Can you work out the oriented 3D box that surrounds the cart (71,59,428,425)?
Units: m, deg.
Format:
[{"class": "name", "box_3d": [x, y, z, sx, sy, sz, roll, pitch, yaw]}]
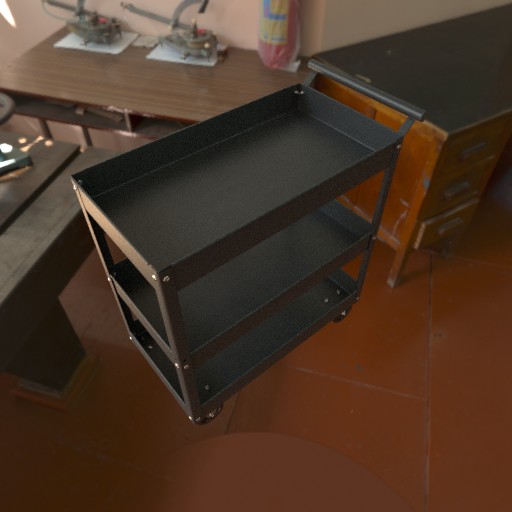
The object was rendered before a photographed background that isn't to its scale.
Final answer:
[{"class": "cart", "box_3d": [0.000, 0.000, 1.228, 0.719, 0.780, 0.366, -31, 54, -26]}]
